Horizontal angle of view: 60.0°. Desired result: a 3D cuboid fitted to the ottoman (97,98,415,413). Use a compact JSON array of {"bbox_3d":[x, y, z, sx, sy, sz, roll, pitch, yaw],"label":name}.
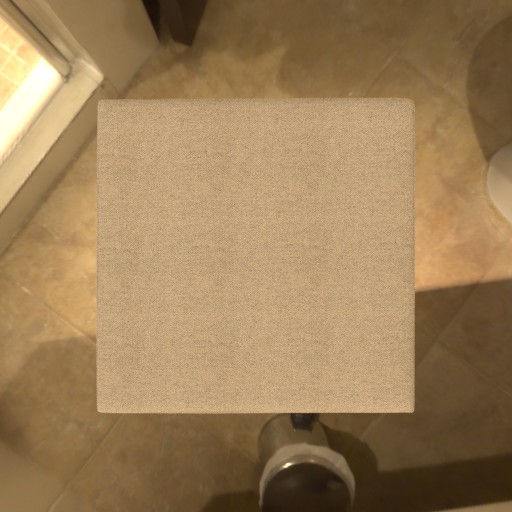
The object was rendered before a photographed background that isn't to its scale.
[{"bbox_3d":[0.000,0.000,1.502,0.982,0.381,0.973,0,90,0],"label":"ottoman"}]
